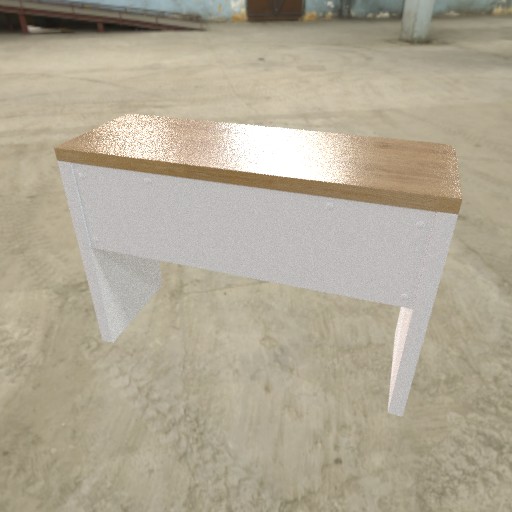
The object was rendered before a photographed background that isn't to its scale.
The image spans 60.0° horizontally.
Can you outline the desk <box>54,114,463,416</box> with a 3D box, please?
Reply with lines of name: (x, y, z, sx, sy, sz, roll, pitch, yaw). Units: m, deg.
desk: (0.000, 0.000, 1.496, 1.100, 0.760, 0.390, 10, 34, 15)
